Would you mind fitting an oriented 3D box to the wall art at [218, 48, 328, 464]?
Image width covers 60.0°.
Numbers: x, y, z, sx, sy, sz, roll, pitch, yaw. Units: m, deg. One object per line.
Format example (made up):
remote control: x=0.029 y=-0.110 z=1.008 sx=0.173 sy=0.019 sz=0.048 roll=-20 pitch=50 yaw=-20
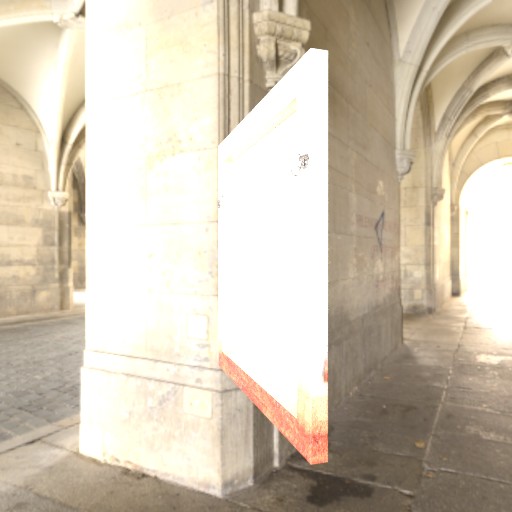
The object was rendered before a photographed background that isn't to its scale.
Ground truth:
wall art: x=0.000 y=0.000 z=1.175 sx=0.042 sy=0.760 sz=0.760 roll=0 pitch=0 yaw=-18
